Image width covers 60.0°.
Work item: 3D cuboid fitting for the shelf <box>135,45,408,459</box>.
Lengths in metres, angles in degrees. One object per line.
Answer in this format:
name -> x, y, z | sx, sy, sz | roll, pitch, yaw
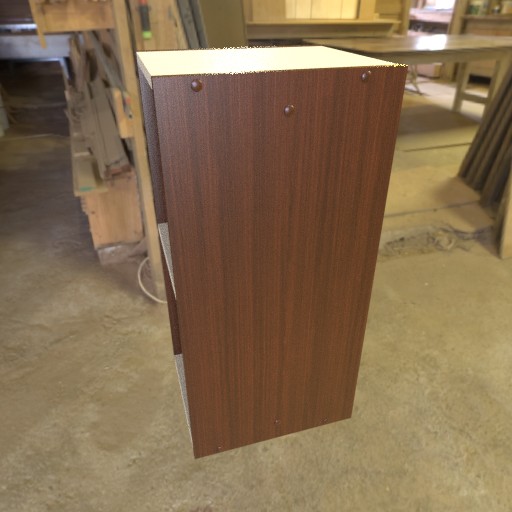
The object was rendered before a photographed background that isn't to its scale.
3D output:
shelf -> 0.000, 0.000, 0.728 | 0.290, 0.600, 0.253 | -9, 32, -14
